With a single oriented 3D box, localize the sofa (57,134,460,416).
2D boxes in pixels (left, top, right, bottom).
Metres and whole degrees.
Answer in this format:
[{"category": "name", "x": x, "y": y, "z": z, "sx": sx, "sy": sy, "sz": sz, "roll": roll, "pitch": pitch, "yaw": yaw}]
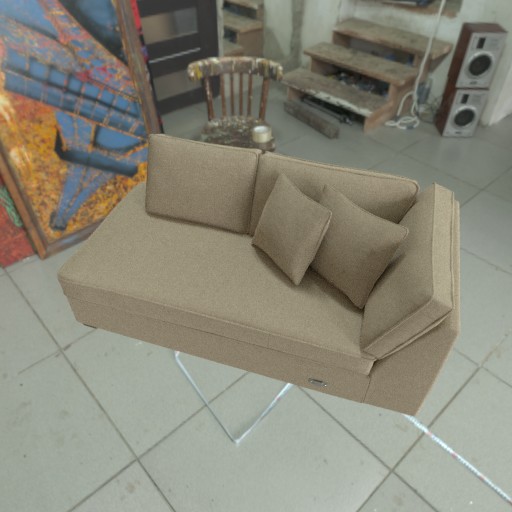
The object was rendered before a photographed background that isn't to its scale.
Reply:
[{"category": "sofa", "x": 0.000, "y": 0.000, "z": 2.760, "sx": 2.237, "sy": 1.033, "sz": 1.110, "roll": 13, "pitch": 44, "yaw": 13}]
